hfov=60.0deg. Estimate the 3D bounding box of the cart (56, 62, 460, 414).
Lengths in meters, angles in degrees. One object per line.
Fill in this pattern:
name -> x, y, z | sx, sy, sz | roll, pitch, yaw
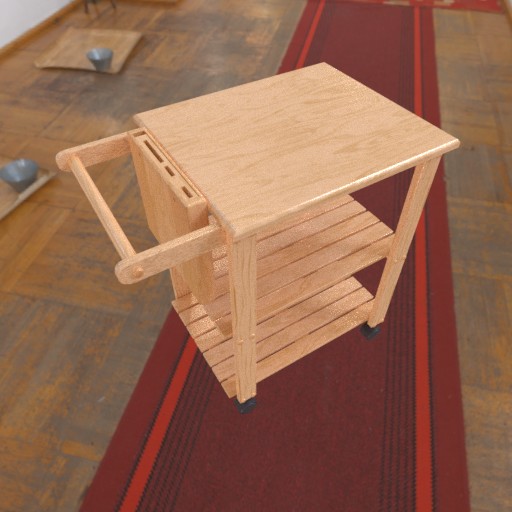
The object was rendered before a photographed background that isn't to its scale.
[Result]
cart -> 0.000, 0.000, 1.333 | 0.843, 0.816, 0.520 | -24, 51, -21
